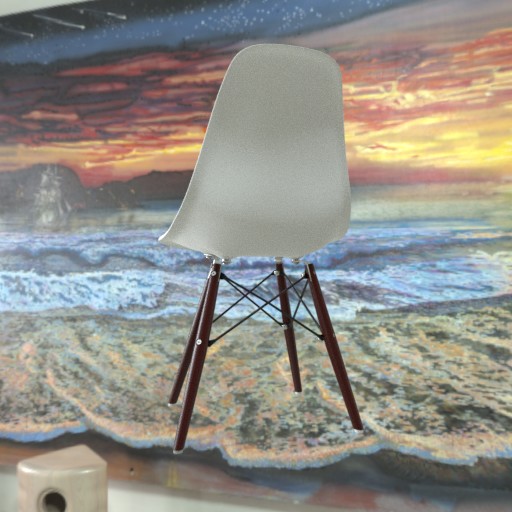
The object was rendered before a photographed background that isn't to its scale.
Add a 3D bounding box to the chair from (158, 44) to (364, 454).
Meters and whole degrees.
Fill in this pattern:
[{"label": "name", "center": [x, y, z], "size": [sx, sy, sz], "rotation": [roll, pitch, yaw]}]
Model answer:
[{"label": "chair", "center": [0.000, 0.000, 1.126], "size": [0.470, 0.826, 0.533], "rotation": [0, -1, -18]}]
